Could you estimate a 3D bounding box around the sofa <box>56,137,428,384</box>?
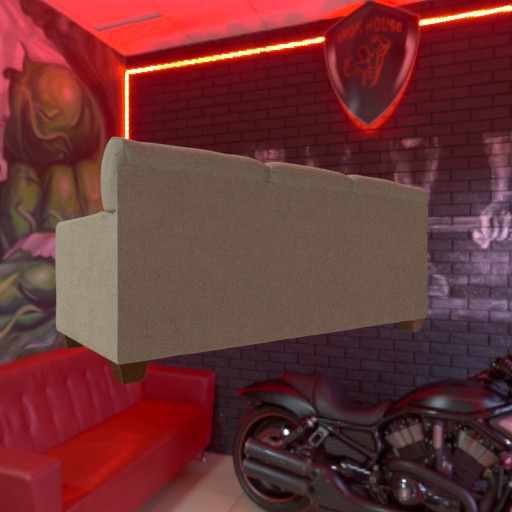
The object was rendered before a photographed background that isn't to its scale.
[{"bbox_3d":[0.000,0.000,2.594,2.024,0.958,0.997,0,0,-37],"label":"sofa"}]
